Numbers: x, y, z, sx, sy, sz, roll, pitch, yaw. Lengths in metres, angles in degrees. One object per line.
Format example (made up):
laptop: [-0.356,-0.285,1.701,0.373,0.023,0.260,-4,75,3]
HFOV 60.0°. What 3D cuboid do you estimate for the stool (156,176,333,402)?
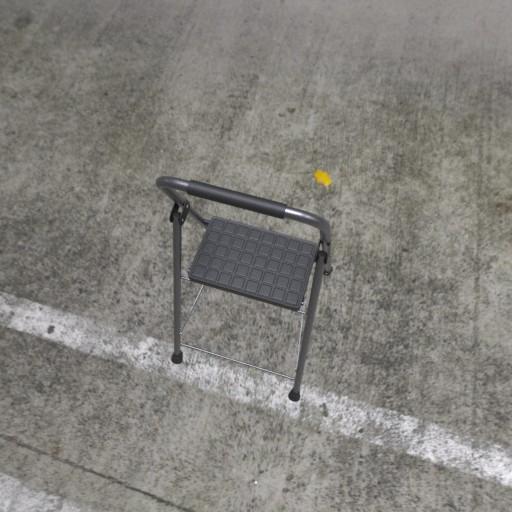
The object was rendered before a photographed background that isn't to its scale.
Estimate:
stool: [0.000,0.000,1.185,0.450,0.872,0.514,15,64,8]
